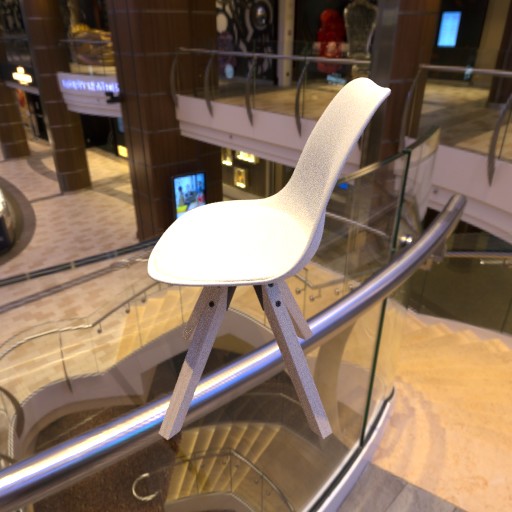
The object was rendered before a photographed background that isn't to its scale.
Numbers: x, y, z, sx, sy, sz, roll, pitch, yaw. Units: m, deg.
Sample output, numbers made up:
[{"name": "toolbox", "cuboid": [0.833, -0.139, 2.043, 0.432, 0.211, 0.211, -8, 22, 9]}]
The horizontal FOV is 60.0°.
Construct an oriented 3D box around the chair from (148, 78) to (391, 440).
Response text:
[{"name": "chair", "cuboid": [0.000, 0.000, 1.161, 0.550, 0.850, 0.485, 0, 28, 0]}]
